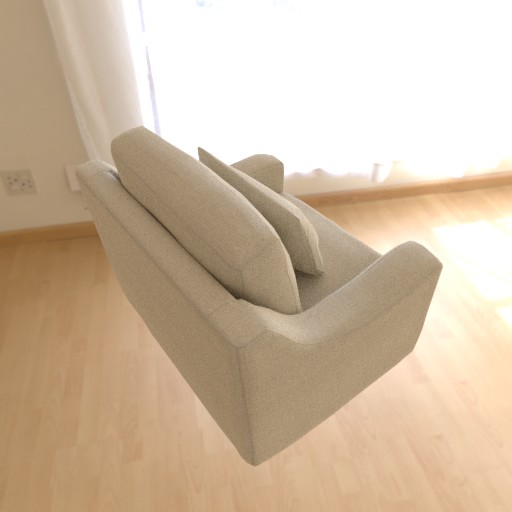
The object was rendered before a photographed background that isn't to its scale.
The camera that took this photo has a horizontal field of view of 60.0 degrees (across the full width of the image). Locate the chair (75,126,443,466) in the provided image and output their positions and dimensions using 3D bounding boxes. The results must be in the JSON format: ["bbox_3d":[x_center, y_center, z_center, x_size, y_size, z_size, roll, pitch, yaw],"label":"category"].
[{"bbox_3d":[0.000,0.000,1.896,1.009,1.016,1.178,-26,47,-27],"label":"chair"}]
